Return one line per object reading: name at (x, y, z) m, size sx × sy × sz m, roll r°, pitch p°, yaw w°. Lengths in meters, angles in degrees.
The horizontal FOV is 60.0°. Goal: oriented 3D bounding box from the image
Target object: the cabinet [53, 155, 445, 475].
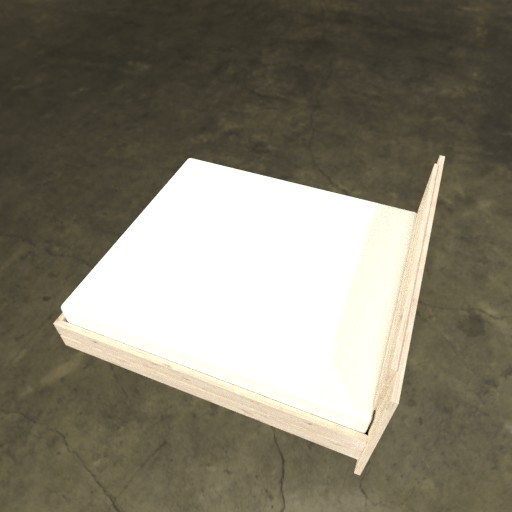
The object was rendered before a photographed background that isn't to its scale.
cabinet at (0.000, 0.000, 3.100) m, size 2.080 × 0.970 × 1.950 m, roll 16°, pitch 49°, yaw 15°
